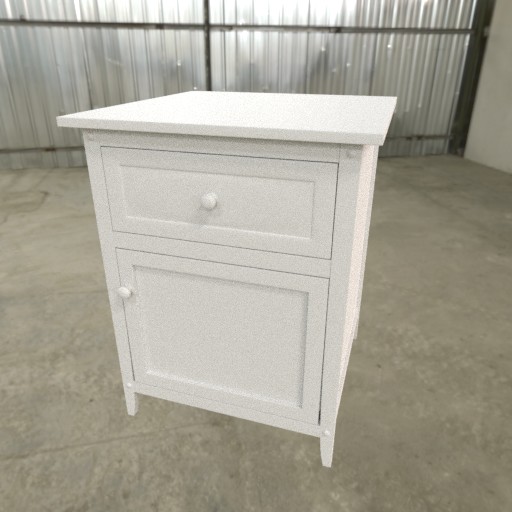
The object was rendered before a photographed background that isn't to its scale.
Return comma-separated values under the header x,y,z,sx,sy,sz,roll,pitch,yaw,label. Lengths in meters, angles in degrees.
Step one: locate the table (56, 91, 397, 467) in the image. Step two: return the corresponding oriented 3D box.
x,y,z,sx,sy,sz,roll,pitch,yaw,label
0.000,0.000,0.743,0.381,0.483,0.381,8,26,16,table
